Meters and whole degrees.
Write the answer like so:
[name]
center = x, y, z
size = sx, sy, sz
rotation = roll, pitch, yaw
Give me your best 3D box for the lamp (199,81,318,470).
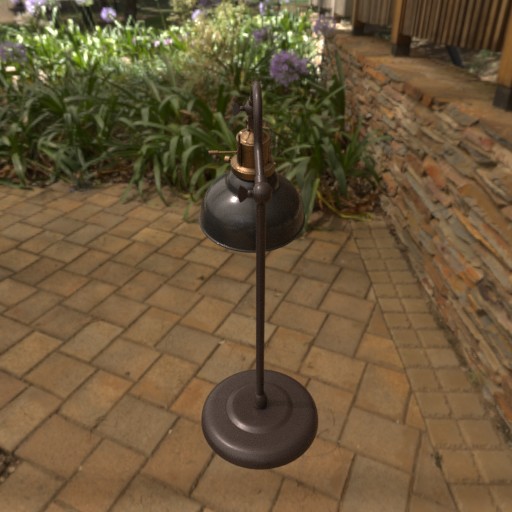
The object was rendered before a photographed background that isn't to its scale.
[lamp]
center = 0.000, 0.000, 0.685
size = 0.192, 0.508, 0.374
rotation = -2, 30, -3
